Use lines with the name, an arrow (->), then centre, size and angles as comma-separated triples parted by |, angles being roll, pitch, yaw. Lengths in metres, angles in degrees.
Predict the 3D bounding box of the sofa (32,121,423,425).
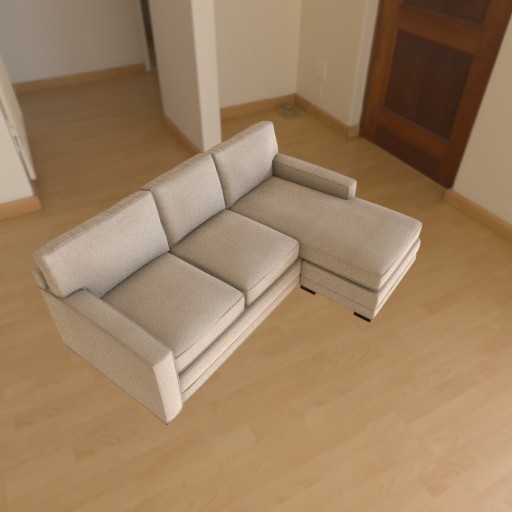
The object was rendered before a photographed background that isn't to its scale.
sofa -> 0.000, 0.000, 2.842 | 1.496, 0.861, 2.087 | 26, 47, 27
